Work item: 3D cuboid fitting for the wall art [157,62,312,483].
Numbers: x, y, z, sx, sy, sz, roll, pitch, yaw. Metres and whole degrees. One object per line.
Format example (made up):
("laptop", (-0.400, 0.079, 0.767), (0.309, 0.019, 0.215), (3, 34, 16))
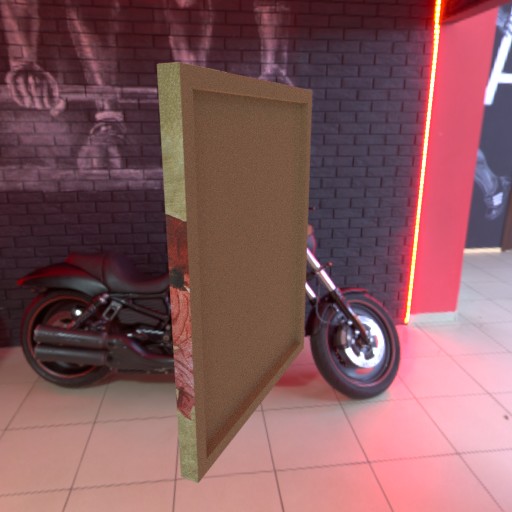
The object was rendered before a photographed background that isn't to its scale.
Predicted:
("wall art", (0.000, 0.000, 0.688), (0.028, 0.508, 0.406), (8, 18, 24))
